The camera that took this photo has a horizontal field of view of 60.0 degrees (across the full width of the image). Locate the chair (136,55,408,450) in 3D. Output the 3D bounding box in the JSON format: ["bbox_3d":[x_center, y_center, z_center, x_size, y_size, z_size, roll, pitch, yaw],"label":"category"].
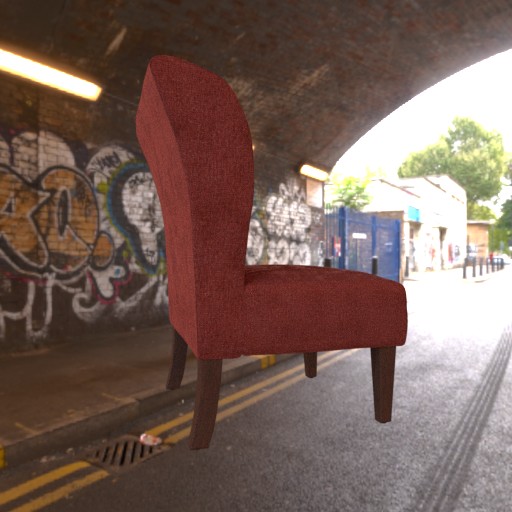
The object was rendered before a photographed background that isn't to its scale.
[{"bbox_3d":[0.000,0.000,1.247,0.640,0.846,0.538,0,0,-17],"label":"chair"}]
